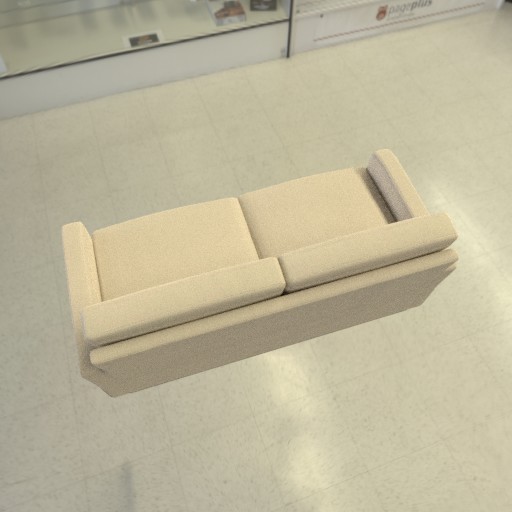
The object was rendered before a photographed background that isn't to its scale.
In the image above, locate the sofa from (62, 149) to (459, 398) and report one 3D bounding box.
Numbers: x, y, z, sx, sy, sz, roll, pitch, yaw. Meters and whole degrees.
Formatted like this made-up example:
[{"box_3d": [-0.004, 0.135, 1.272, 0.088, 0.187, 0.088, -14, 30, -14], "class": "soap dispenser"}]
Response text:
[{"box_3d": [0.000, 0.000, 2.278, 1.808, 0.831, 0.894, -15, 60, -9], "class": "sofa"}]
